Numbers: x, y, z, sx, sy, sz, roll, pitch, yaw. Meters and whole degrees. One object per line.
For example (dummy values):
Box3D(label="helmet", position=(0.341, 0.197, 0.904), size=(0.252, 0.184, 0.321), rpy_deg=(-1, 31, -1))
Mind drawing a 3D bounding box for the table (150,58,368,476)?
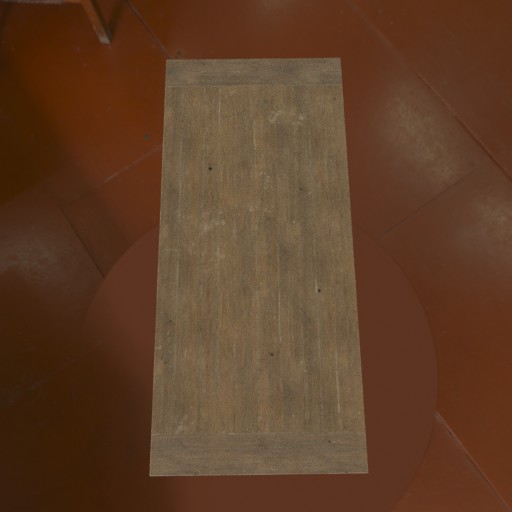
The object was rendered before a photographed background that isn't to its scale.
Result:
Box3D(label="table", position=(0.000, 0.000, 2.100), size=(0.820, 0.465, 1.800), rpy_deg=(-1, 76, 0))
